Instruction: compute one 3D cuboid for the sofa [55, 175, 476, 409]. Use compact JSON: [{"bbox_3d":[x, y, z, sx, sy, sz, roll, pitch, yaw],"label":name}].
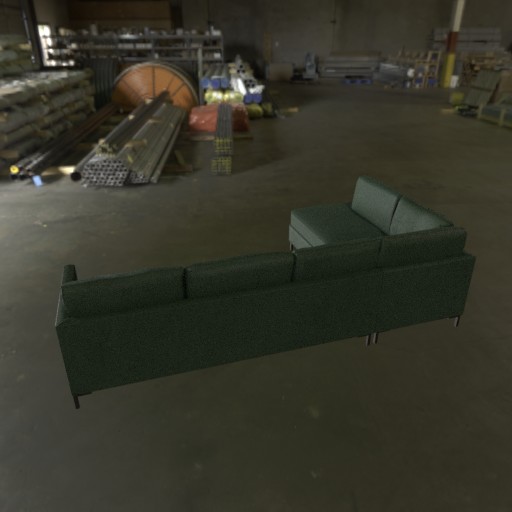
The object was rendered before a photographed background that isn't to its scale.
[{"bbox_3d":[0.000,0.000,4.298,3.384,0.996,2.048,-8,27,-16],"label":"sofa"}]
